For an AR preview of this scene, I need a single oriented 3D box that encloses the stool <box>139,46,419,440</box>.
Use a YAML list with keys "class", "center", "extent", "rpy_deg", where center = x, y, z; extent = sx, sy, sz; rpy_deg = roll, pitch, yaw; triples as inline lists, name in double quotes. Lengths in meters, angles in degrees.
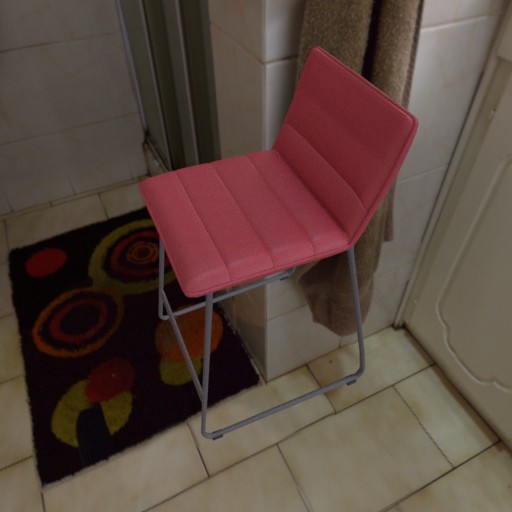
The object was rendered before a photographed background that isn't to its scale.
- class: "stool"
  center: [0.000, 0.000, 1.153]
  extent: [0.524, 0.866, 0.489]
  rpy_deg: [-18, 49, -16]
